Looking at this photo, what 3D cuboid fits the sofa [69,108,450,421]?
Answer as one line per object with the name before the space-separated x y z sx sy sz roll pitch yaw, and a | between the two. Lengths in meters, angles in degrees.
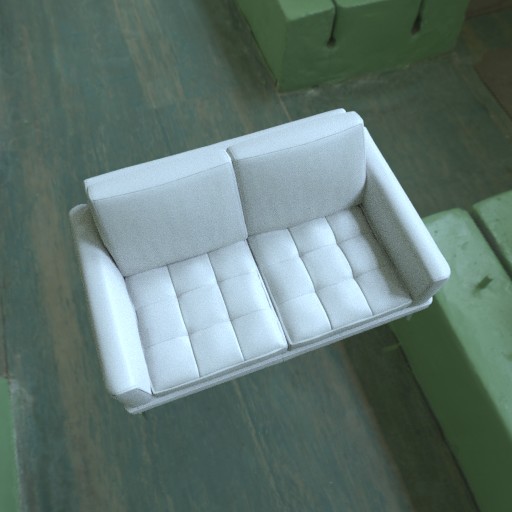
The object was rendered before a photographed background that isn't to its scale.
sofa | 0.000 0.000 2.460 1.819 0.930 1.121 -18 65 -9
